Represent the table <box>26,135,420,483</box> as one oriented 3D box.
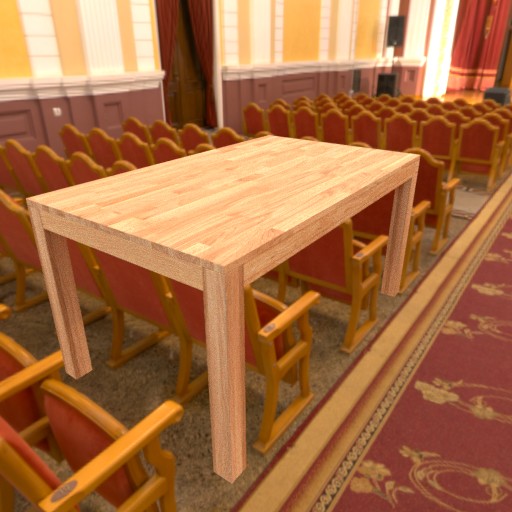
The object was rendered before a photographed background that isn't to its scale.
[{"bbox_3d":[0.000,0.000,2.023,0.900,0.770,1.500,17,30,32],"label":"table"}]
